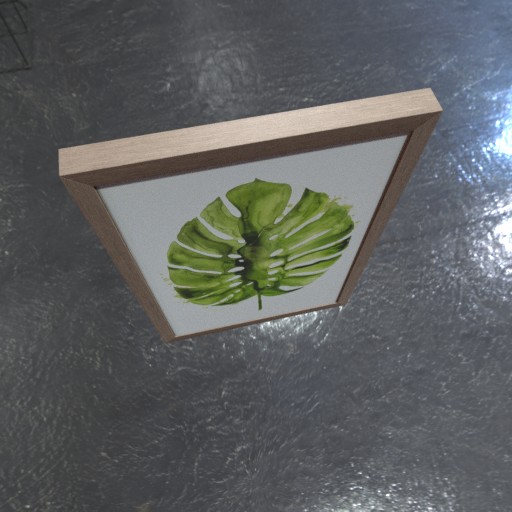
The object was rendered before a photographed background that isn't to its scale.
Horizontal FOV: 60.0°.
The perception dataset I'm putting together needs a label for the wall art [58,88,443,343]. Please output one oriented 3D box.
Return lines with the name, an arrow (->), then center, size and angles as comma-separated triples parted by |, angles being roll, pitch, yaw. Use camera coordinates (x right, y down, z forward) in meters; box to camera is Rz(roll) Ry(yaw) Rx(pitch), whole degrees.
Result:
wall art -> 0.000, 0.000, 0.636 | 0.358, 0.510, 0.032 | -11, 63, -6
